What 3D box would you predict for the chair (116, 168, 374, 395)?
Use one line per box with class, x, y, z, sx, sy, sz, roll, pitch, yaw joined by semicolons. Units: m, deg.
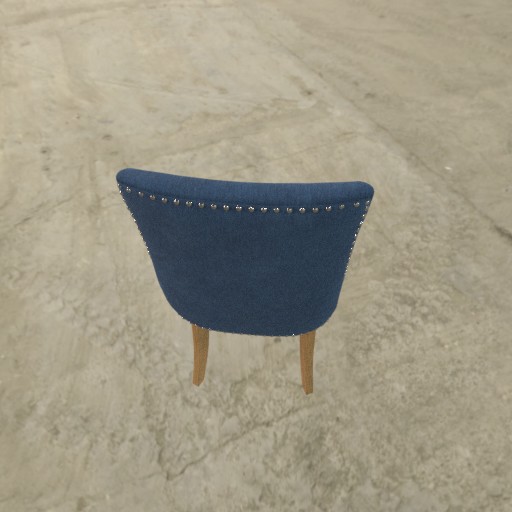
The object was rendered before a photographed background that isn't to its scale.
chair;0.000;0.000;1.288;0.495;0.902;0.610;4;46;4
